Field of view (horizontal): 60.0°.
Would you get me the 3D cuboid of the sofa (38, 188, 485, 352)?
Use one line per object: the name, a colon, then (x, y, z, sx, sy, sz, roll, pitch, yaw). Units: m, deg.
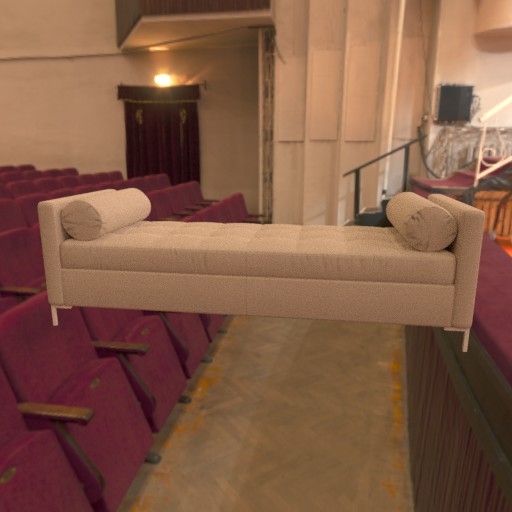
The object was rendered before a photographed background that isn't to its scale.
sofa: (0.000, 0.000, 2.323, 1.981, 0.635, 0.686, 2, 14, 9)
